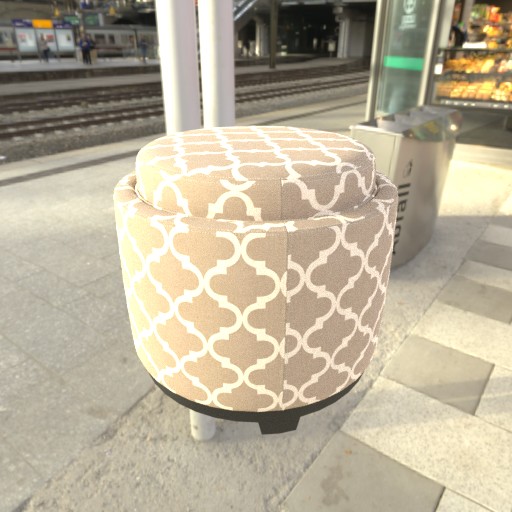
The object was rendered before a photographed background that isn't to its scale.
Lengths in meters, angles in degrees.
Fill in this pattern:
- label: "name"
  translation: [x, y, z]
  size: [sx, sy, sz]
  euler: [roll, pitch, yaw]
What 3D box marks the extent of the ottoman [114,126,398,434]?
- label: "ottoman"
  translation: [0.000, 0.000, 0.826]
  size: [0.480, 0.429, 0.480]
  euler: [0, 26, 0]
